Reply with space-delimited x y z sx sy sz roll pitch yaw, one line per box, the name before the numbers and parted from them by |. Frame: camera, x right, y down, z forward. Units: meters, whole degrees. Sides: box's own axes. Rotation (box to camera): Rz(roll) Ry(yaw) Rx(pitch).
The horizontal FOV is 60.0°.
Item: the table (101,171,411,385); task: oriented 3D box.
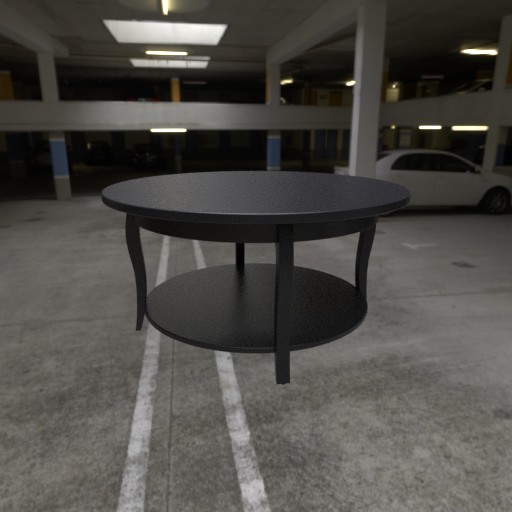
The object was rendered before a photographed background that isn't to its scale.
table | 0.000 0.000 1.444 0.914 0.457 0.914 0 16 0
